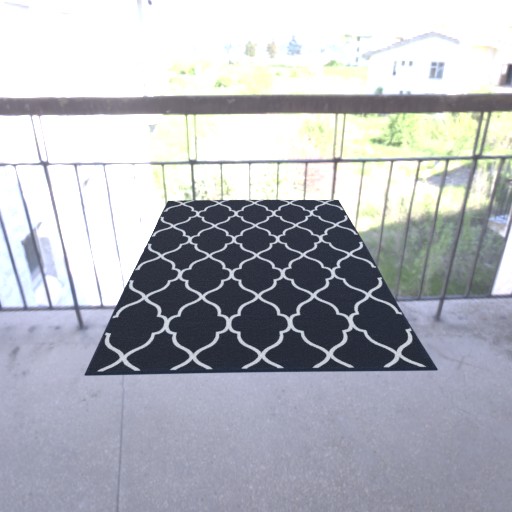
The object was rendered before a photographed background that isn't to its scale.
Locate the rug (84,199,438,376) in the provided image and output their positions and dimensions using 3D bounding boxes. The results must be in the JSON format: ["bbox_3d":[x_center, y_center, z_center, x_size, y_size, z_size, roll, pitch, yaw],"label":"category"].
[{"bbox_3d":[0.000,0.000,2.922,1.526,0.014,2.290,-1,26,-1],"label":"rug"}]
